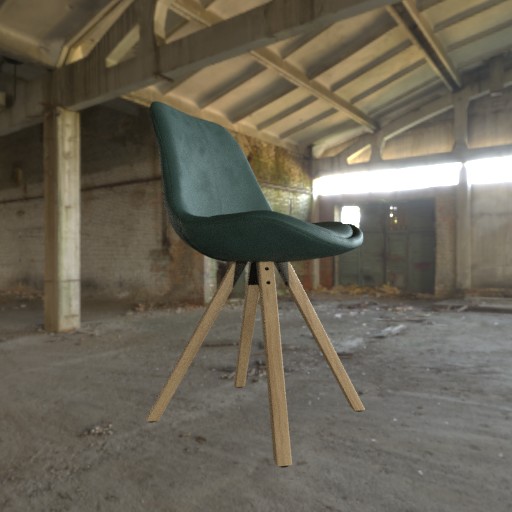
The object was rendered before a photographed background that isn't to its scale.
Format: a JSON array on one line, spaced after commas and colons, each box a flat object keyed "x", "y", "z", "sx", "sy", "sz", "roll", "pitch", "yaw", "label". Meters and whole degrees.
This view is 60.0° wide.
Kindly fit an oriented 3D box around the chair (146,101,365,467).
[{"x": 0.000, "y": 0.000, "z": 1.201, "sx": 0.547, "sy": 0.865, "sz": 0.483, "roll": 0, "pitch": 0, "yaw": 35, "label": "chair"}]
